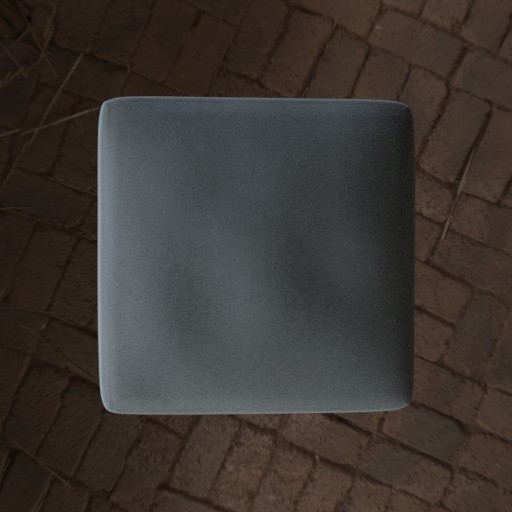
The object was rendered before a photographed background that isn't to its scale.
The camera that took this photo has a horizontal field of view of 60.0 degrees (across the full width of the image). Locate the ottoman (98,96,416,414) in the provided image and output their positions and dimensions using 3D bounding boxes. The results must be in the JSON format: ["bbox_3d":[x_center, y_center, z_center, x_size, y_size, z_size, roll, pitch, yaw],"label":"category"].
[{"bbox_3d":[0.000,0.000,1.324,0.843,0.441,0.842,0,91,-2],"label":"ottoman"}]
